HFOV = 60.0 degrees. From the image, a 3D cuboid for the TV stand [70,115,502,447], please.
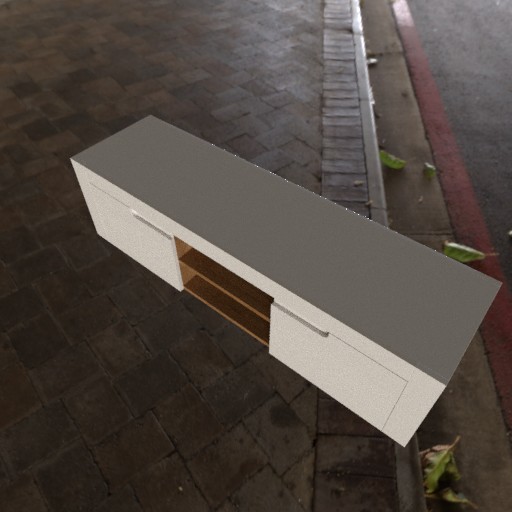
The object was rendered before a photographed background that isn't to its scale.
[{"bbox_3d":[0.000,0.000,1.654,1.500,0.440,0.410,30,54,25],"label":"TV stand"}]
